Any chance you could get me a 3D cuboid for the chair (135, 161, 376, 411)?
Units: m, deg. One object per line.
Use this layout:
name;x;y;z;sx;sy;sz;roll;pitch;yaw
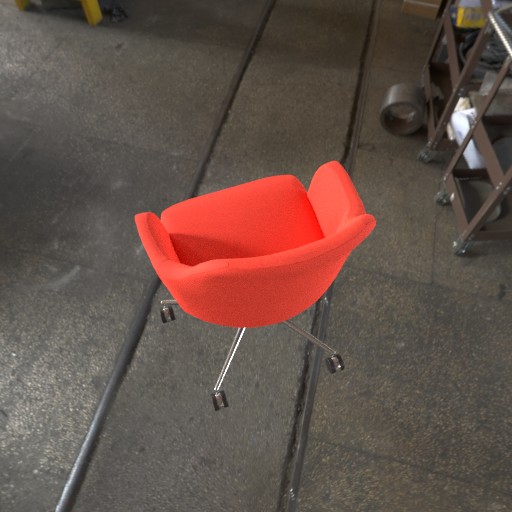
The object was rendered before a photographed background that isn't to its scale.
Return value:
chair;0.000;0.000;1.278;0.655;0.820;0.600;-17;60;-10
